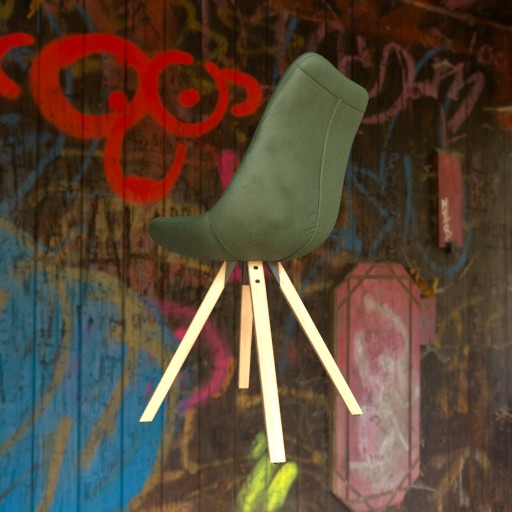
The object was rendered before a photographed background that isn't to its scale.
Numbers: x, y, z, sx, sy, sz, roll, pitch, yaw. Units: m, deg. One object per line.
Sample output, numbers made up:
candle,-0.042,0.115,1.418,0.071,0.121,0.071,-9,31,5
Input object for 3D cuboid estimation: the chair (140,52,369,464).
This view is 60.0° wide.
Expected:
chair,0.000,0.000,1.199,0.547,0.865,0.483,-1,-2,38
